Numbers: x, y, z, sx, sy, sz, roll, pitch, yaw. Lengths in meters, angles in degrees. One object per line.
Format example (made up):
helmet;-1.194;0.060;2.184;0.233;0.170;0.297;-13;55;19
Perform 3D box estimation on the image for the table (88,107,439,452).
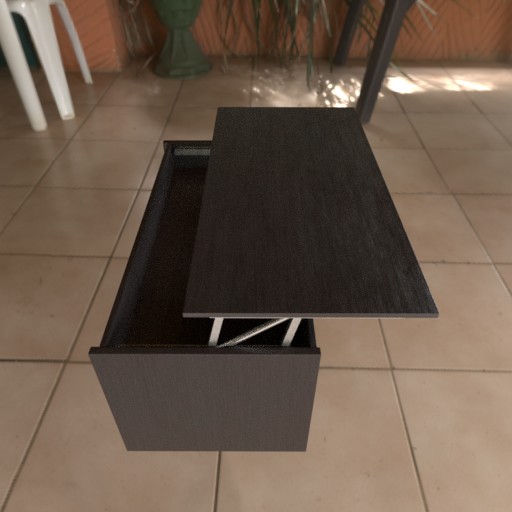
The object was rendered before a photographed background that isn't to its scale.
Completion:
table;0.000;0.000;1.419;0.712;0.570;1.000;0;41;0
